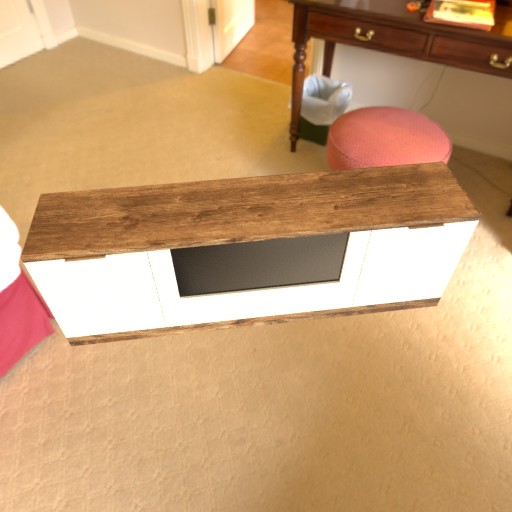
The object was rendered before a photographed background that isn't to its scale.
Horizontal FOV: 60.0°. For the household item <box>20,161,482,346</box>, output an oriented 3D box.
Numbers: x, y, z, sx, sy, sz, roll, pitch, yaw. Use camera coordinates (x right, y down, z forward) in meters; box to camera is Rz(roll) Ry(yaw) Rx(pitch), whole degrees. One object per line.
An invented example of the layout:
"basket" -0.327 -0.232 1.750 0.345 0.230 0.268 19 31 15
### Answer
"household item" 0.000 0.000 2.060 1.800 0.615 0.390 -5 47 -5
